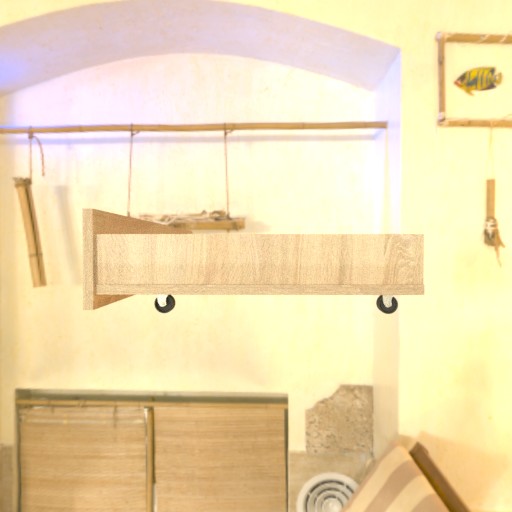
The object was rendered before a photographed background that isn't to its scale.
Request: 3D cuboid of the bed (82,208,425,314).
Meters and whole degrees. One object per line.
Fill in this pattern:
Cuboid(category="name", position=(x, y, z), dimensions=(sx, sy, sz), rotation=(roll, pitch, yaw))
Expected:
Cuboid(category="bed", position=(0.000, 0.000, 1.465), dimensions=(0.685, 0.209, 1.200), rotation=(0, 1, 1))
